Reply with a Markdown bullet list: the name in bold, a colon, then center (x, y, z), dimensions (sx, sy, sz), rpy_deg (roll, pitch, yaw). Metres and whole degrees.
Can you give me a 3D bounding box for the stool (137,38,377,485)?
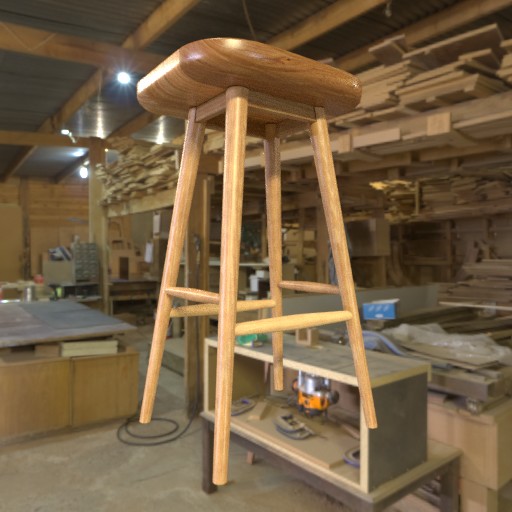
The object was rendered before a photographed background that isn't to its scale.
- **stool**: center (0.000, 0.000, 0.913), dimensions (0.407, 0.698, 0.322), rpy_deg (-1, 1, -36)
